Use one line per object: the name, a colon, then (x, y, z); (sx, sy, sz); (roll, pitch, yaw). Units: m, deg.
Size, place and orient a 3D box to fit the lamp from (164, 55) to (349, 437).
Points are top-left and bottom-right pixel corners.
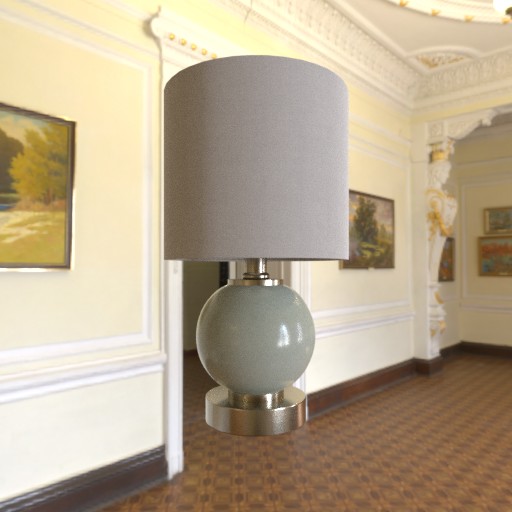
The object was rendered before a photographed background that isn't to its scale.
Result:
lamp: (0.000, 0.000, 0.487); (0.201, 0.353, 0.201); (1, -2, -34)
